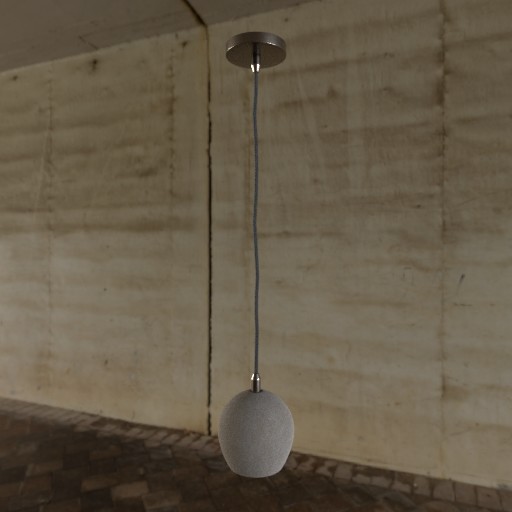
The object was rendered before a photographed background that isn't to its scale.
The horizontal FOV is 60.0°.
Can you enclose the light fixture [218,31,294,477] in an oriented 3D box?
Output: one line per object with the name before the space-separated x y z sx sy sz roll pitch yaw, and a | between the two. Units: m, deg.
light fixture | 0.000 0.000 0.811 0.139 0.764 0.139 0 0 -35
